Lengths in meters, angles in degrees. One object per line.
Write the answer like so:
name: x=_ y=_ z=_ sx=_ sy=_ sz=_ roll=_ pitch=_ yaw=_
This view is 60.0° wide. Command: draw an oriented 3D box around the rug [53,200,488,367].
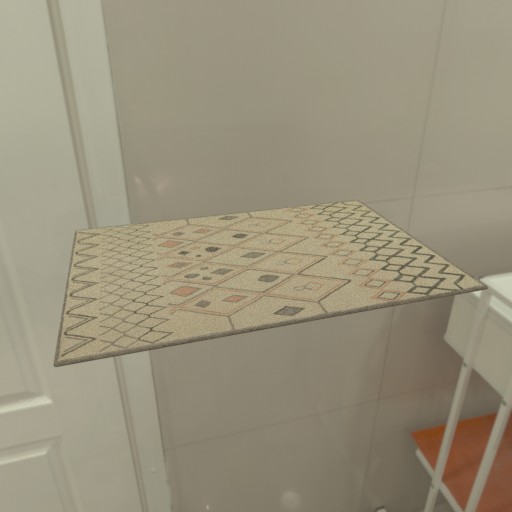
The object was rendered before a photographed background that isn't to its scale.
rug: x=0.000 y=0.000 z=2.287 sx=1.829 sy=0.016 sz=1.219 roll=-8 pitch=28 yaw=-15
